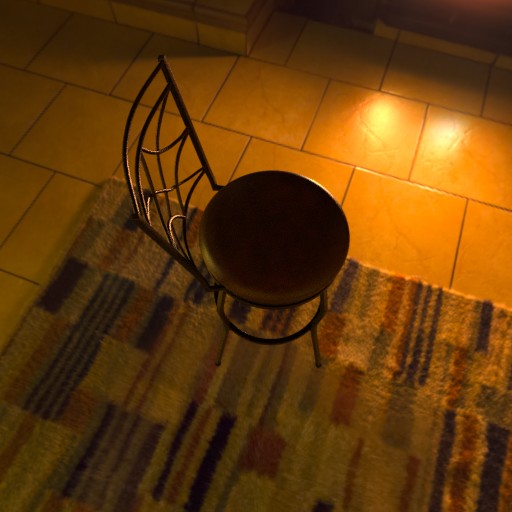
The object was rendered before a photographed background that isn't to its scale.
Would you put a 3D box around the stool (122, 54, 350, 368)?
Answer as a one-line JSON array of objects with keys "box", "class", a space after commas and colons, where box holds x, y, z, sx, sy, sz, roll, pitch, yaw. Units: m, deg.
[{"box": [0.000, 0.000, 1.386, 0.534, 1.117, 0.434, 1, 63, 0], "class": "stool"}]
